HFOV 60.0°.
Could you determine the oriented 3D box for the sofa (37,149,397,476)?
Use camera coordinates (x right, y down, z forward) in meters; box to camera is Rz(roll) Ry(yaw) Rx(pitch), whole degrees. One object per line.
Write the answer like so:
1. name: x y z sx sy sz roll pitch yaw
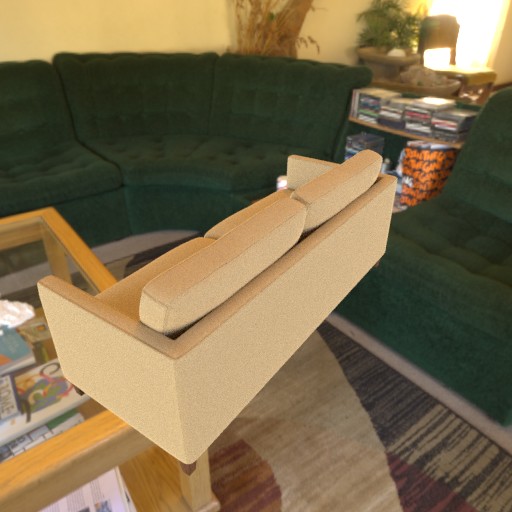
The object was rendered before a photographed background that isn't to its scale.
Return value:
1. sofa: 0.000 0.000 2.821 0.951 0.968 2.361 20 36 30
